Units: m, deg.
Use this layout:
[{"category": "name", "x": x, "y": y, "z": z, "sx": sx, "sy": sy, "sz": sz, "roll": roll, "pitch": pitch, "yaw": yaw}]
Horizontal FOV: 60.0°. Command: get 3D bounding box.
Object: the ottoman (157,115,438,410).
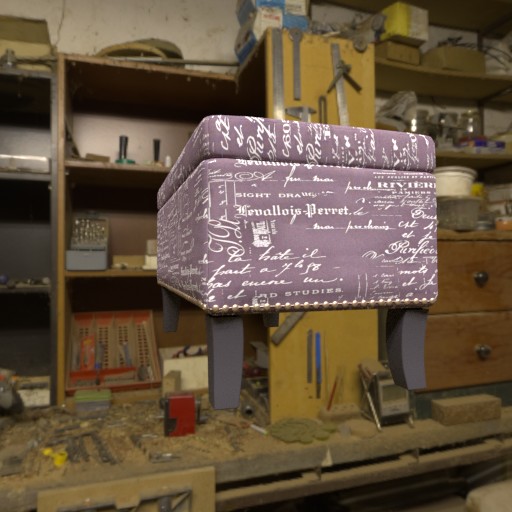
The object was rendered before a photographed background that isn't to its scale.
[{"category": "ottoman", "x": 0.000, "y": 0.000, "z": 1.065, "sx": 0.406, "sy": 0.457, "sz": 0.813, "roll": 0, "pitch": 0, "yaw": -17}]
